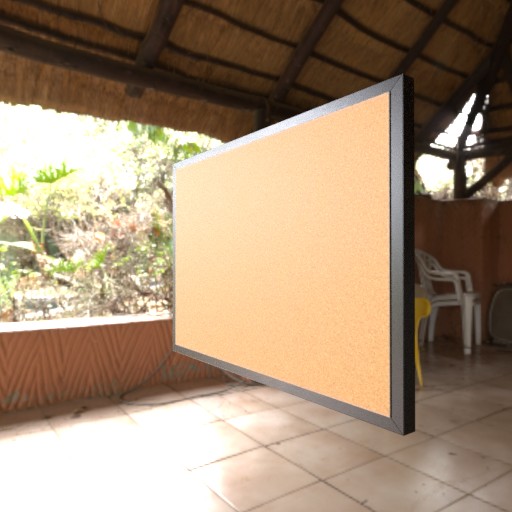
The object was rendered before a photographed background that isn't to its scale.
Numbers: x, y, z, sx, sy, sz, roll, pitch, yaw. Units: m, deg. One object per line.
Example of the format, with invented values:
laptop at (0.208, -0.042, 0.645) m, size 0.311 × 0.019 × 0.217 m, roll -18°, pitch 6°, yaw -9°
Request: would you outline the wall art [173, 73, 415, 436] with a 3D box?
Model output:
wall art at (0.000, 0.000, 0.830) m, size 0.027 × 0.458 × 0.657 m, roll 0°, pitch -1°, yaw -36°
